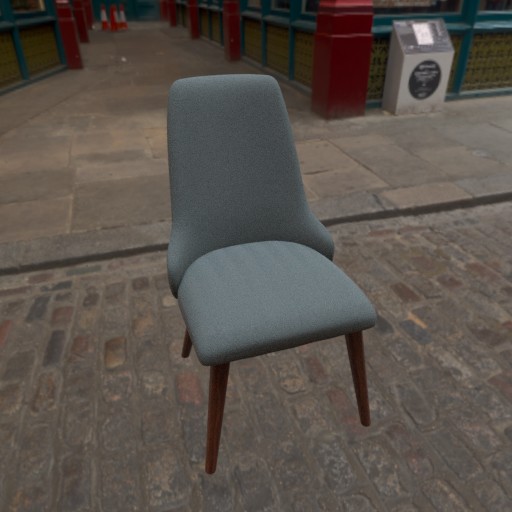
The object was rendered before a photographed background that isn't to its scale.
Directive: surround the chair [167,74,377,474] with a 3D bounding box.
[{"bbox_3d":[0.000,0.000,1.338,0.535,0.918,0.707,-9,33,-15],"label":"chair"}]
